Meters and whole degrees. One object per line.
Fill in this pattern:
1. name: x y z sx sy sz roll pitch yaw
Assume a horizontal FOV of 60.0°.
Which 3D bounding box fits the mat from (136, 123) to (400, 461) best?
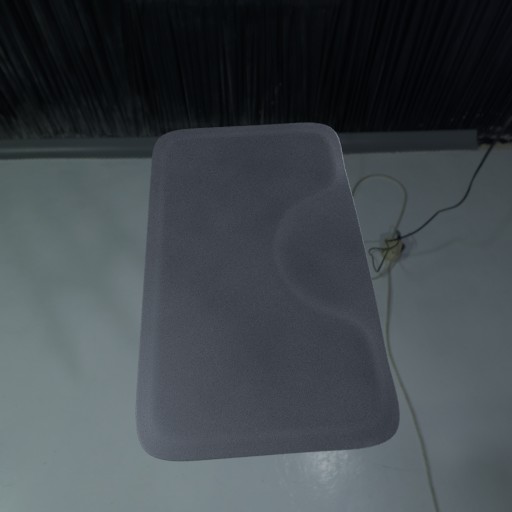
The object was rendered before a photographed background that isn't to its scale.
1. mat: 0.000 0.000 1.842 0.918 0.013 1.524 -3 60 -2
